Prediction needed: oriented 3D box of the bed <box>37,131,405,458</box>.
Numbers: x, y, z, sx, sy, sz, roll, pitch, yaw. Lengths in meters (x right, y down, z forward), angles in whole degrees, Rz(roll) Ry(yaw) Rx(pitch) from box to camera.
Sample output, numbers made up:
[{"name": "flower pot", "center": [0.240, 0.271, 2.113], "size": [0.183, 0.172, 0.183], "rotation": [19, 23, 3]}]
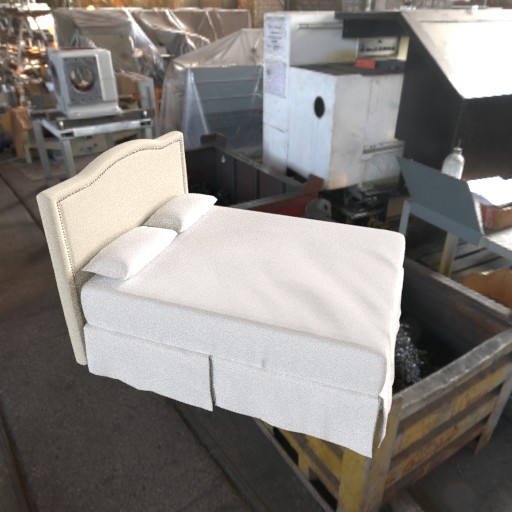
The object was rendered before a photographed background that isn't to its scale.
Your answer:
[{"name": "bed", "center": [0.000, 0.000, 3.267], "size": [2.196, 1.449, 1.741], "rotation": [10, 31, 17]}]
